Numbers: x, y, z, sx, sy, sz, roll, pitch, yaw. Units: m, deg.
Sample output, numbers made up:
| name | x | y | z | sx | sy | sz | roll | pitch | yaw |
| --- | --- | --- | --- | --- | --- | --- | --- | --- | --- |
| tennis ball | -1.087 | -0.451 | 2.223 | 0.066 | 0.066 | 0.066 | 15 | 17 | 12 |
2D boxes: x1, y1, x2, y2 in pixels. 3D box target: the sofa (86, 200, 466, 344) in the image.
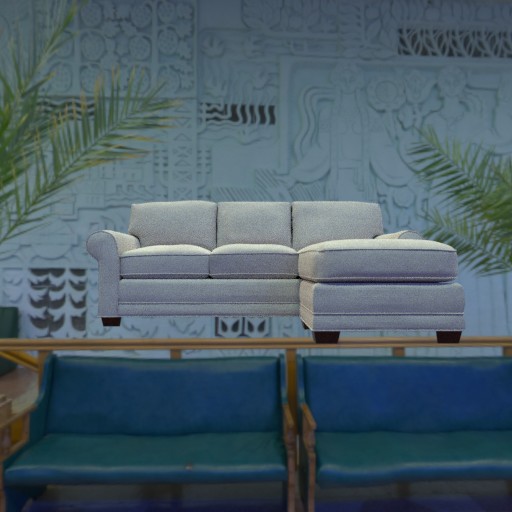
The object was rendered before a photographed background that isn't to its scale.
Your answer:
| name | x | y | z | sx | sy | sz | roll | pitch | yaw |
| --- | --- | --- | --- | --- | --- | --- | --- | --- | --- |
| sofa | 0.000 | 0.000 | 2.370 | 1.770 | 0.734 | 1.226 | 0 | -1 | -1 |
